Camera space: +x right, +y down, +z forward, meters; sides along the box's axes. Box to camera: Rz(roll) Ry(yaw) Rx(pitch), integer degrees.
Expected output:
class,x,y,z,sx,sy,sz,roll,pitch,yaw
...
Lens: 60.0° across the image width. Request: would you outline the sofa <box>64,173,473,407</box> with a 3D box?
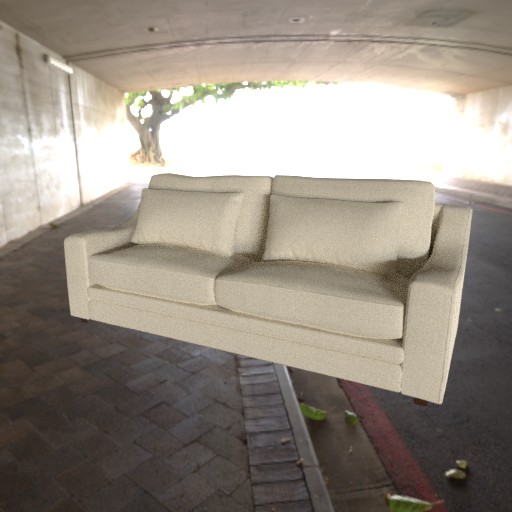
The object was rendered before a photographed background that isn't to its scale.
class,x,y,z,sx,sy,sz,roll,pitch,yaw
sofa,0.000,0.000,2.902,2.470,1.022,1.009,7,16,26
